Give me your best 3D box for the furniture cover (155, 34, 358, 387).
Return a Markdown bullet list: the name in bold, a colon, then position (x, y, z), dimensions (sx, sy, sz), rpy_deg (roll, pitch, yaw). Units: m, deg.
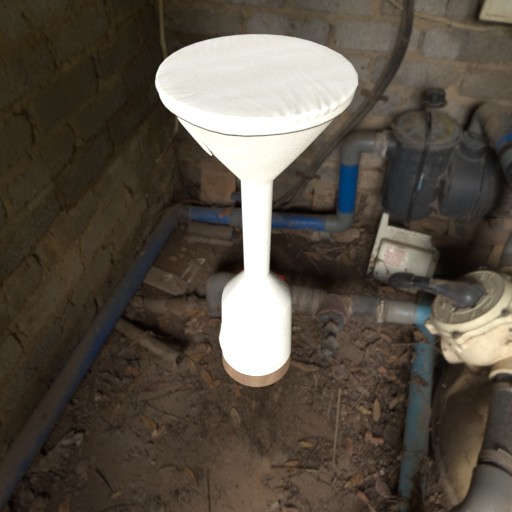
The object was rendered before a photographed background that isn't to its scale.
- **furniture cover**: position (0.000, 0.000, 2.870), dimensions (0.914, 2.413, 0.914), rpy_deg (-17, 48, -16)
